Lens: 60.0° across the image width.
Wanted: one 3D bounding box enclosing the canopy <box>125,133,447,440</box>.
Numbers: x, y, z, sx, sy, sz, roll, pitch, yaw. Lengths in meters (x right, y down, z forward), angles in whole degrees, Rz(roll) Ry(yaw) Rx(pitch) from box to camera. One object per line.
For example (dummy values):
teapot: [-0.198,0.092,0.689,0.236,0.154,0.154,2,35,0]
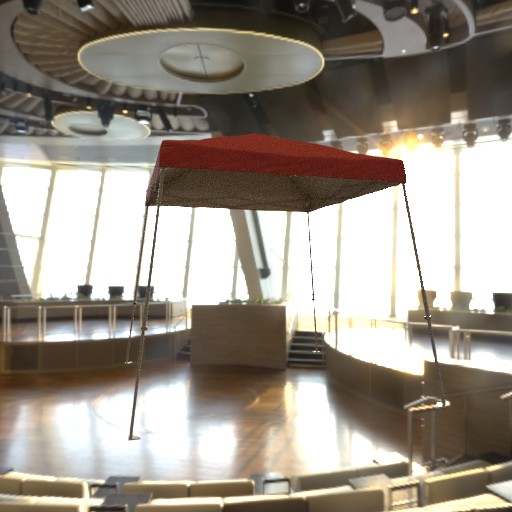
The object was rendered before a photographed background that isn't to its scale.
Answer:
canopy: [0.000,0.000,6.459,3.599,3.600,3.600,0,-2,-17]
